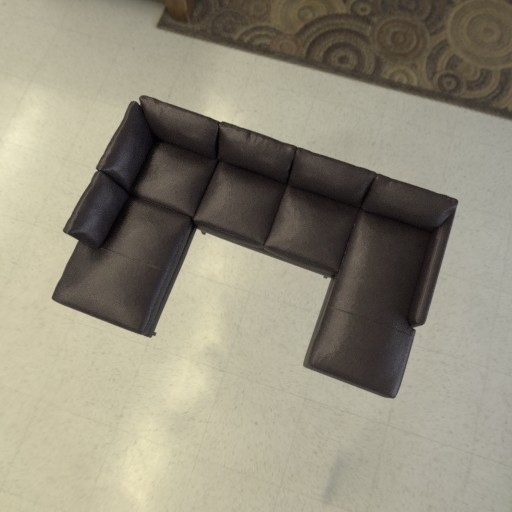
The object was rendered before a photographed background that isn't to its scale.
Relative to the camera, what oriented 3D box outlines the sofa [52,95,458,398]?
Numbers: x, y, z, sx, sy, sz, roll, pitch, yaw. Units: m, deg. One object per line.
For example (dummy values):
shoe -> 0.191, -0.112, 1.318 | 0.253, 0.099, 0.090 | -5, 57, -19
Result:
sofa -> 0.000, 0.000, 3.841 | 2.956, 0.900, 1.939 | 20, 76, 5
